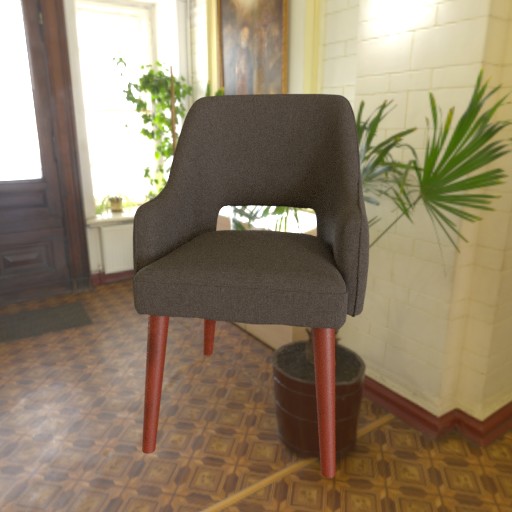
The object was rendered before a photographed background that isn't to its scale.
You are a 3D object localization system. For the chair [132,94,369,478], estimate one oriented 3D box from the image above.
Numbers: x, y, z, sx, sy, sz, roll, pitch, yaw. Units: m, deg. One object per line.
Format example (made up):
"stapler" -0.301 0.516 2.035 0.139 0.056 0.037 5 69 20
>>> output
"chair" 0.000 0.000 1.161 0.559 0.838 0.560 3 16 10
